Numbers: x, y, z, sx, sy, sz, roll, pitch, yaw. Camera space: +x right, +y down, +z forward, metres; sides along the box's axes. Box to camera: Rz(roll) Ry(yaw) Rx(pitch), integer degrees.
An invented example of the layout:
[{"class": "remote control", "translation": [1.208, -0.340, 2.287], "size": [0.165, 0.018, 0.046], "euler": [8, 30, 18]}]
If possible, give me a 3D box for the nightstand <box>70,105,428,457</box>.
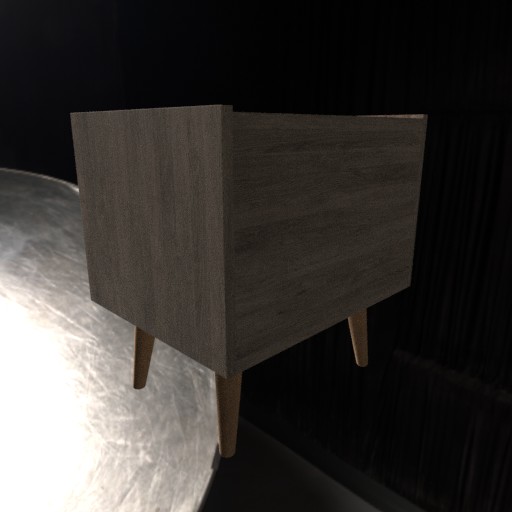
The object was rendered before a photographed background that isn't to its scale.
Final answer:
[{"class": "nightstand", "translation": [0.000, 0.000, 0.820], "size": [0.480, 0.500, 0.380], "euler": [-15, 22, -43]}]
